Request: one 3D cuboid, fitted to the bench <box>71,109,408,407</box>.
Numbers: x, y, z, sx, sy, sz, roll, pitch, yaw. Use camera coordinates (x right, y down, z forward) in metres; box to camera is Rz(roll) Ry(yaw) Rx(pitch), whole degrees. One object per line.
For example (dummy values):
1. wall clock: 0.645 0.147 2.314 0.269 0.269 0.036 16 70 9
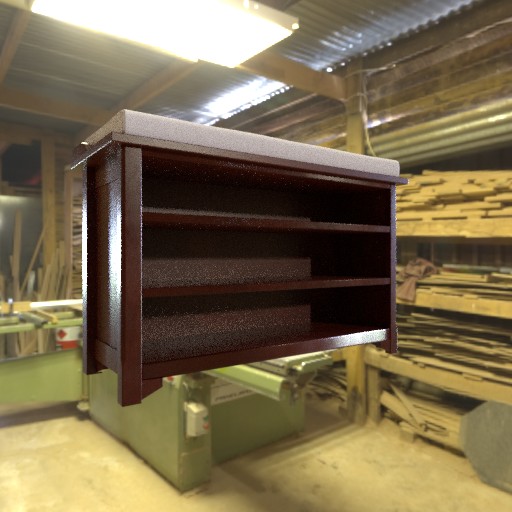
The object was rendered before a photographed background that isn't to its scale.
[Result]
1. bench: 0.000 0.000 1.355 0.987 0.646 0.369 0 0 -35
